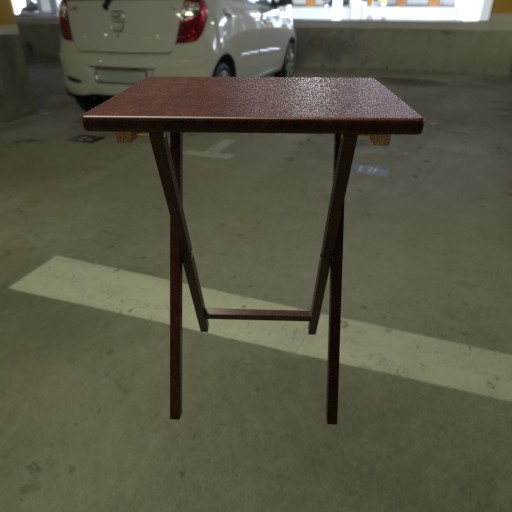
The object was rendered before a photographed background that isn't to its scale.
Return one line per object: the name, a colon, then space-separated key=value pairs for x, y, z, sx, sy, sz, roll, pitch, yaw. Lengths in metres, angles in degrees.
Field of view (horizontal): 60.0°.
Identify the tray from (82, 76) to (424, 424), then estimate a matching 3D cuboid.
tray: x=0.000 y=0.000 z=0.942 sx=0.483 sy=0.660 sz=0.381 roll=1 pitch=30 yaw=2
